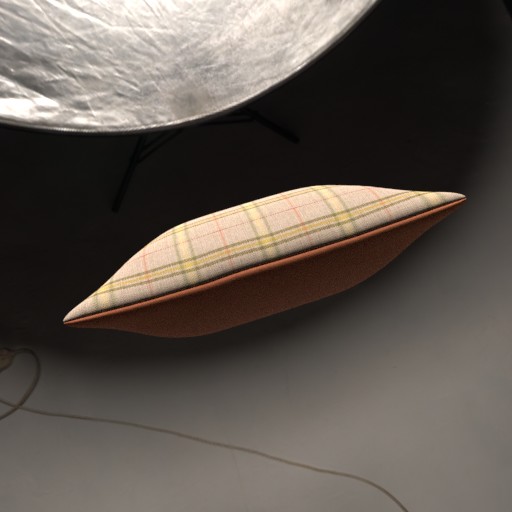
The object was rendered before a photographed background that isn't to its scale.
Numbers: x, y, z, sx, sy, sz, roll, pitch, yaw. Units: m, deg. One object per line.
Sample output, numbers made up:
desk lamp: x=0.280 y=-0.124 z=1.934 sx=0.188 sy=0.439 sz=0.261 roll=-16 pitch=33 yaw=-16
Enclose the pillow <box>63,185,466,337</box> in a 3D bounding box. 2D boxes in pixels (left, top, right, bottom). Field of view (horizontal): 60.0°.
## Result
pillow: x=0.000 y=0.000 z=0.691 sx=0.453 sy=0.430 sz=0.200 roll=-17 pitch=77 yaw=-4
